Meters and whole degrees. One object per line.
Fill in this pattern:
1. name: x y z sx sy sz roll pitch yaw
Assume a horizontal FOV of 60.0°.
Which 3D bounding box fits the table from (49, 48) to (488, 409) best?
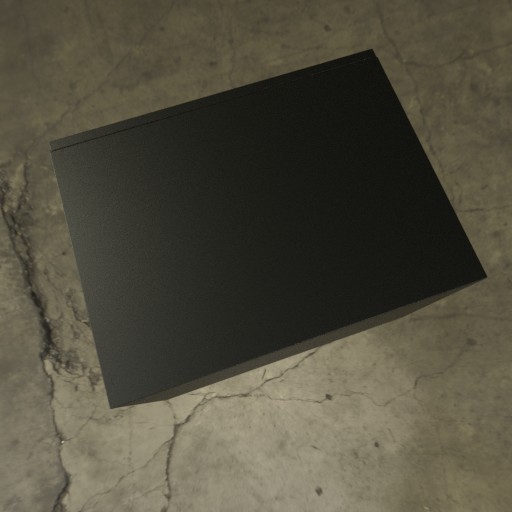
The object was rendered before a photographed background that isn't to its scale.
1. table: 0.000 0.000 0.959 0.564 0.584 0.441 -18 75 -5
